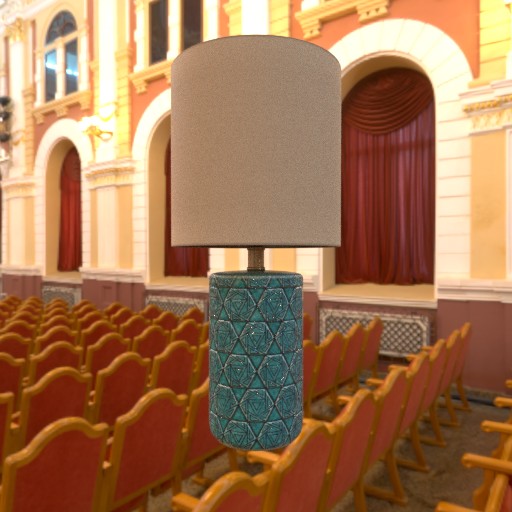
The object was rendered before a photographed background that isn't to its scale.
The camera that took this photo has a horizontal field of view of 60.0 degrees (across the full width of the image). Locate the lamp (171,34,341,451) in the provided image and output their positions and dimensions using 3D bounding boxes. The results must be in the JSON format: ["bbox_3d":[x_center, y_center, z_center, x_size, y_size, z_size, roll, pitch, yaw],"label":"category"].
[{"bbox_3d":[0.000,0.000,0.736,0.278,0.597,0.278,0,0,36],"label":"lamp"}]
